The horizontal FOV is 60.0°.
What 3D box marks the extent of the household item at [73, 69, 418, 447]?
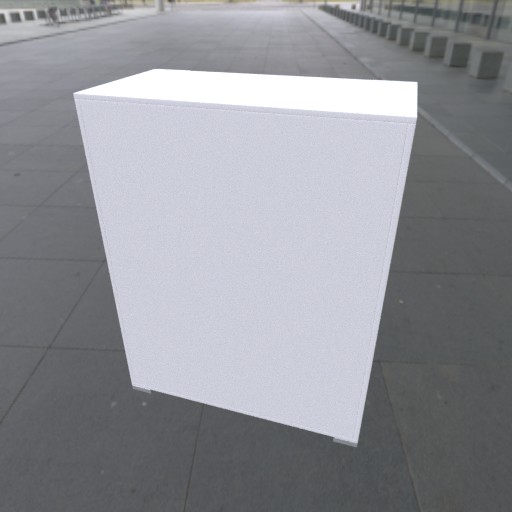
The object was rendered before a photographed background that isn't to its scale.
[{"bbox_3d":[0.000,0.000,1.395,0.790,1.010,0.420,9,32,15],"label":"household item"}]
